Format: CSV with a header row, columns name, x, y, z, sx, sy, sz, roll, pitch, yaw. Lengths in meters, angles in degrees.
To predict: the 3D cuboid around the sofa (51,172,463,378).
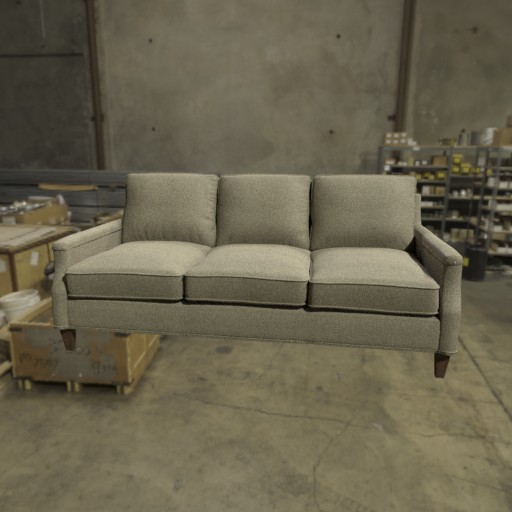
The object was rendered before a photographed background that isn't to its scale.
name,x,y,z,sx,sy,sz,roll,pitch,yaw
sofa,0.000,0.000,2.836,2.246,1.003,1.084,2,14,9
